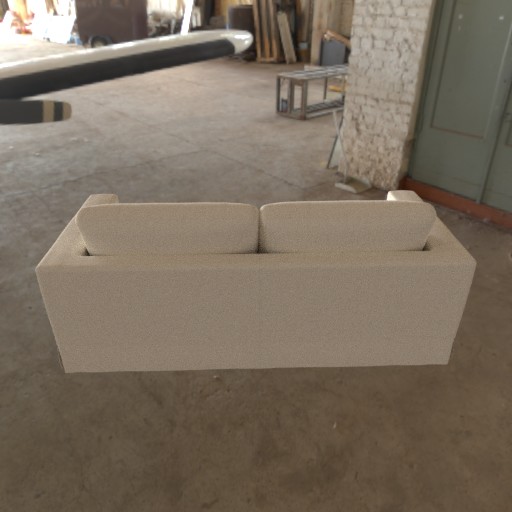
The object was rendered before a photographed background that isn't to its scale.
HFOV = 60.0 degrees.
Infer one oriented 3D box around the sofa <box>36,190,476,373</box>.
[{"bbox_3d":[0.000,0.000,2.629,2.163,0.881,0.954,-1,30,-2],"label":"sofa"}]
